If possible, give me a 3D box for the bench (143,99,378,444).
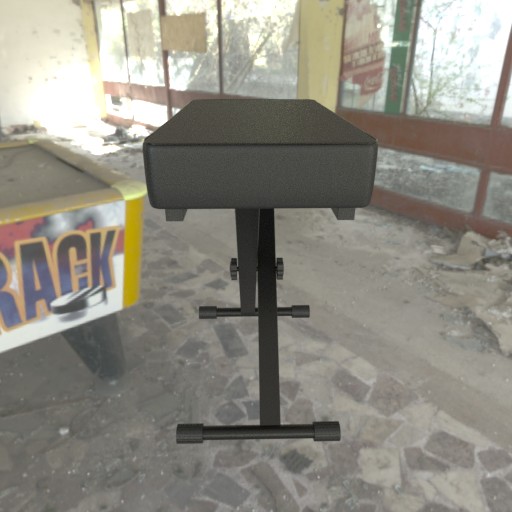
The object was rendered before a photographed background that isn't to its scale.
[{"bbox_3d":[0.000,0.000,0.912,0.300,0.561,0.600,-1,24,-1],"label":"bench"}]
